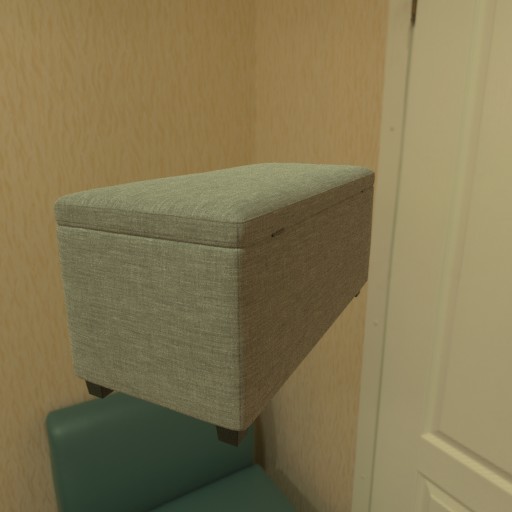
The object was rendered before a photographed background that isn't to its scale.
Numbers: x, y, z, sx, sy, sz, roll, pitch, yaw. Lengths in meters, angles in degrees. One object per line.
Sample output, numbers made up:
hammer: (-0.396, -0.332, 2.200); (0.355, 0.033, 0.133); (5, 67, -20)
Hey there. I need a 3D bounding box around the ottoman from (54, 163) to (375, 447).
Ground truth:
ottoman: (0.000, 0.000, 1.150); (0.419, 0.432, 0.902); (8, 18, 26)
